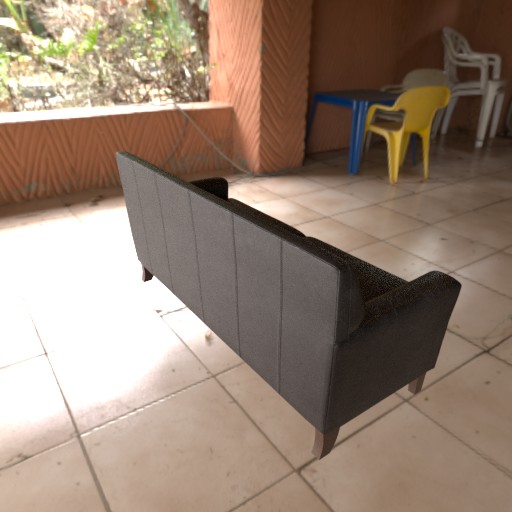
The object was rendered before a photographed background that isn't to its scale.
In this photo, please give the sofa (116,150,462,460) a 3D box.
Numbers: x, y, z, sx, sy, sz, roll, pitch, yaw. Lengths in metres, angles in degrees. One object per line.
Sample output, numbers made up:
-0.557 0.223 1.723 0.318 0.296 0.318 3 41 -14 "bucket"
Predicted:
0.000 0.000 2.538 0.805 0.947 2.053 -17 31 -31 "sofa"
